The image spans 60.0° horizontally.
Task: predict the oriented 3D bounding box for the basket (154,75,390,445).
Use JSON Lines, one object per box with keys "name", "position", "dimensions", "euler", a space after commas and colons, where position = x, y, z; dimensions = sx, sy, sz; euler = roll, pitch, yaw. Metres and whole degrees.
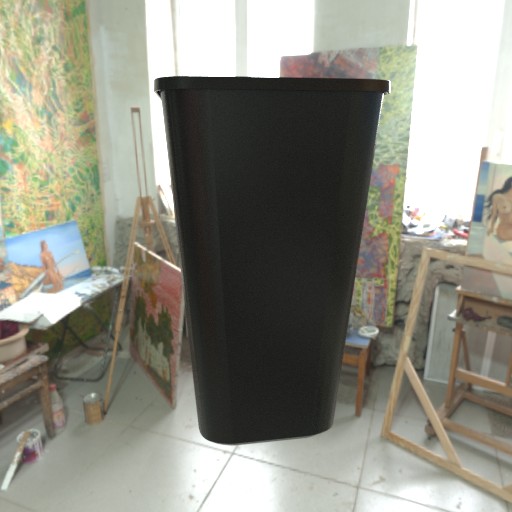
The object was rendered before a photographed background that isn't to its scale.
{"name": "basket", "position": [0.000, 0.000, 0.745], "dimensions": [0.287, 0.521, 0.394], "euler": [-2, 16, -9]}
